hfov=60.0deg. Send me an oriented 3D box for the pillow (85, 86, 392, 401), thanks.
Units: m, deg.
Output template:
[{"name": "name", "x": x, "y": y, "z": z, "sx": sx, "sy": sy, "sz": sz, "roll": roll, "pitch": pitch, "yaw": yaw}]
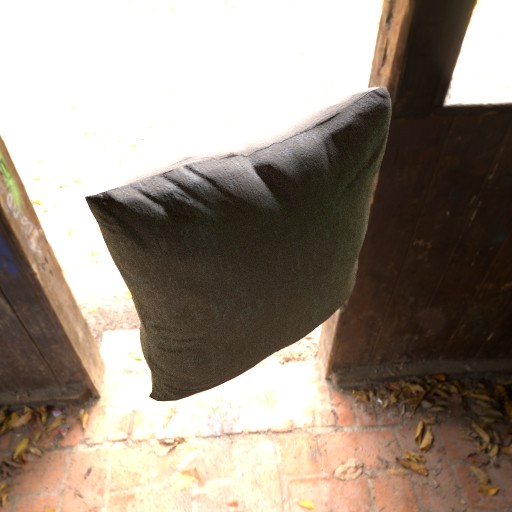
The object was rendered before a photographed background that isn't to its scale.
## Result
[{"name": "pillow", "x": 0.000, "y": 0.000, "z": 0.703, "sx": 0.450, "sy": 0.448, "sz": 0.245, "roll": -25, "pitch": 50, "yaw": -22}]
